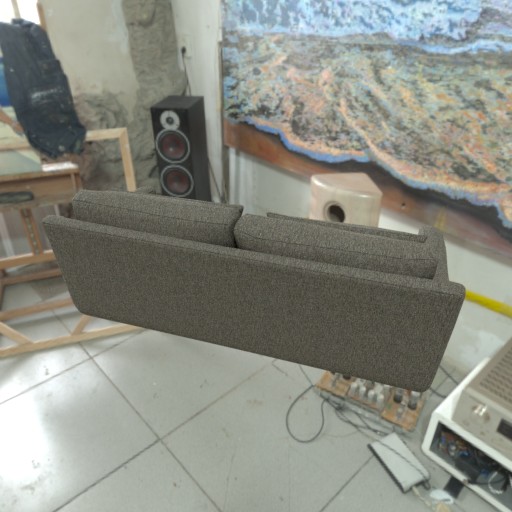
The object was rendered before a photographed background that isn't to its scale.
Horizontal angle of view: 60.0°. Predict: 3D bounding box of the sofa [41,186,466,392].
[{"bbox_3d":[0.000,0.000,2.979,2.418,0.998,1.103,10,33,15],"label":"sofa"}]
